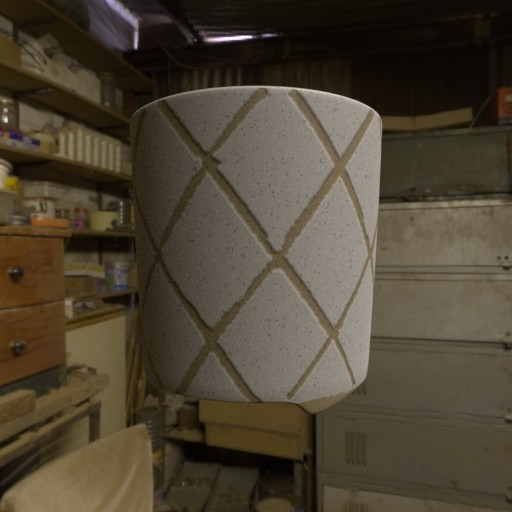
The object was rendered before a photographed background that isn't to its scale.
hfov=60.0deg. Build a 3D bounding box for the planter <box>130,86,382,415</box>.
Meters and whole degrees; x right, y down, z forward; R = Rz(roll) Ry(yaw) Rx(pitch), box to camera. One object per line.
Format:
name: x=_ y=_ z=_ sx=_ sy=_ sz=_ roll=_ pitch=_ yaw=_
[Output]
planter: x=0.000 y=0.000 z=0.416 sx=0.228 sy=0.235 sz=0.228 roll=0 pitch=0 yaw=0
